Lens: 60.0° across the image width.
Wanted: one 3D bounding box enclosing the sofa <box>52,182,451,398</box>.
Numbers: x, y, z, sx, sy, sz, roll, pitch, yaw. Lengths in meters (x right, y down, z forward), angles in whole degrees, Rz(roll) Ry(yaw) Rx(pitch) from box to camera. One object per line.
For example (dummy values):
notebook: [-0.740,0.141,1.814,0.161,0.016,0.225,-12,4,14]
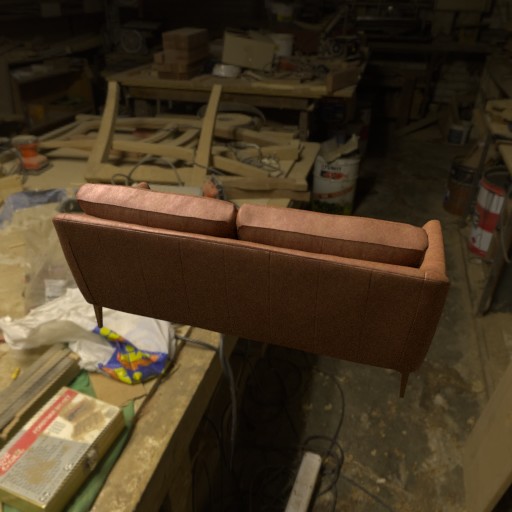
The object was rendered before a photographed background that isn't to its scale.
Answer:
sofa: [0.000,0.000,2.578,2.036,0.945,0.981,9,33,15]
